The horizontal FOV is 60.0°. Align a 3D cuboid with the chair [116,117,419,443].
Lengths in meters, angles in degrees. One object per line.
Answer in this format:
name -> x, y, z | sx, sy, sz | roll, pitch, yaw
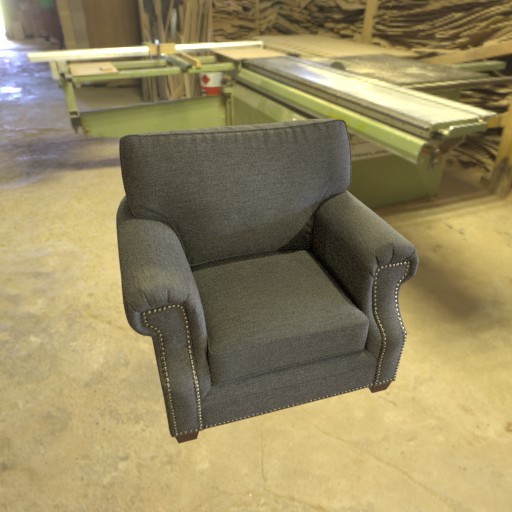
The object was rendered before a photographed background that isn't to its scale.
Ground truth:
chair -> 0.000, 0.000, 1.870 | 1.092, 0.961, 0.965 | -9, 32, -15
